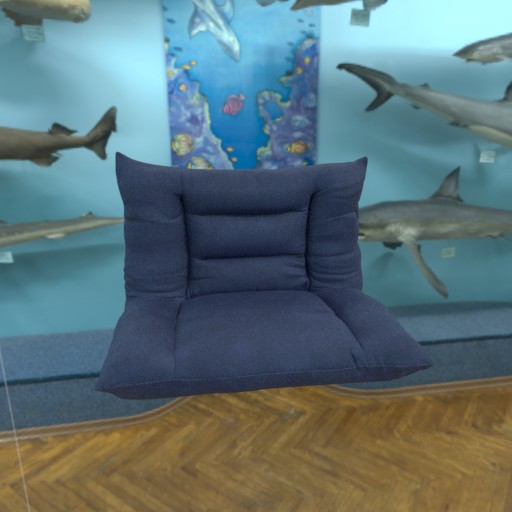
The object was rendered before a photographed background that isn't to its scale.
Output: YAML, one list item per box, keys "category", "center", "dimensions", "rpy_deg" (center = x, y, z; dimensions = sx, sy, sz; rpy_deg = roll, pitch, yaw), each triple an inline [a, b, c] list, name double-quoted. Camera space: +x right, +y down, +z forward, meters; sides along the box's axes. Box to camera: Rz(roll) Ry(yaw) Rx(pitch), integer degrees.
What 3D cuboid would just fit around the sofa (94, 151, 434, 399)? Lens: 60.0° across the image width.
- category: "sofa"
  center: [0.000, 0.000, 1.752]
  dimensions: [1.122, 0.778, 0.849]
  rpy_deg: [-2, 17, -7]
